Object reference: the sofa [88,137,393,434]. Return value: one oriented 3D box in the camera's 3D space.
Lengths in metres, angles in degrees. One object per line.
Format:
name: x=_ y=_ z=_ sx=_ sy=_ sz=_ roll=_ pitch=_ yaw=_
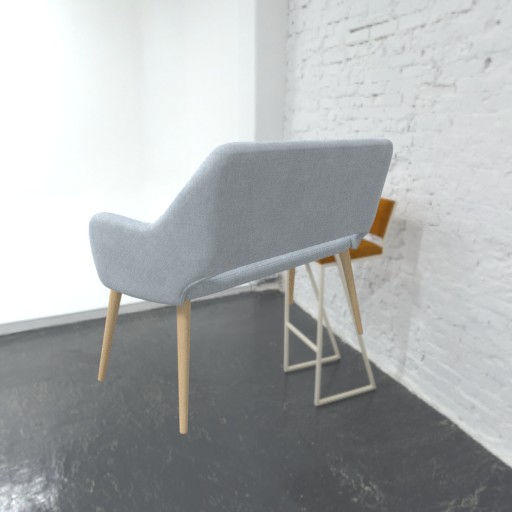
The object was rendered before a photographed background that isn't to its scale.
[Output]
sofa: x=0.000 y=0.000 z=1.626 sx=1.150 sy=0.840 sz=0.610 roll=-15 pitch=22 yaw=-42
